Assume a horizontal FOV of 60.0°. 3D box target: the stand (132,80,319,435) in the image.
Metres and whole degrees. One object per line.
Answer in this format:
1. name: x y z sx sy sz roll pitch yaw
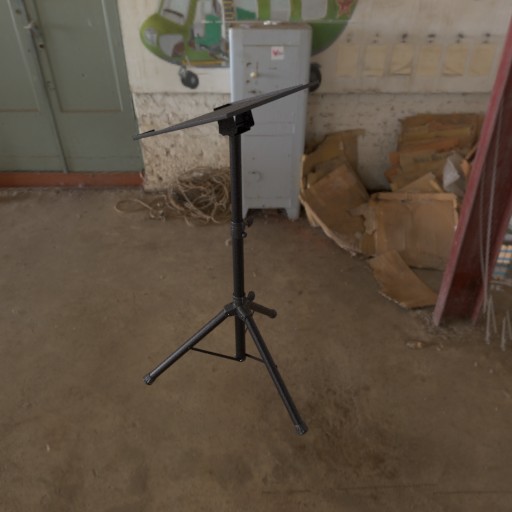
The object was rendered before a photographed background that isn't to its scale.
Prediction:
1. stand: 0.000 0.000 1.632 0.702 1.198 0.702 21 39 29
